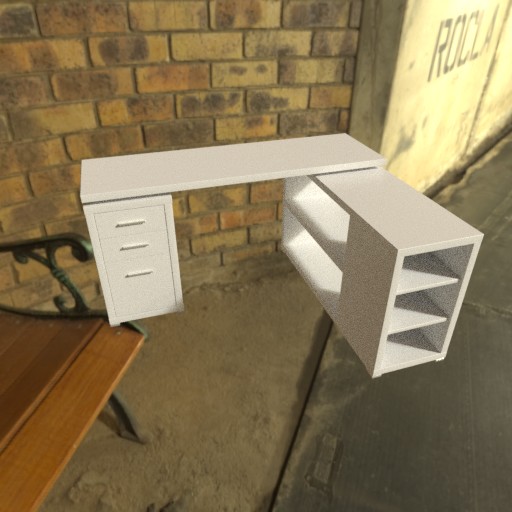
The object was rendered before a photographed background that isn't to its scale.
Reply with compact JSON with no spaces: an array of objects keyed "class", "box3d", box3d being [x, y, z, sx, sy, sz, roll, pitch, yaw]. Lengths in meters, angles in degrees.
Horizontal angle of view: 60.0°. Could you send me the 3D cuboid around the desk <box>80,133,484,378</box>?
[{"class":"desk","box3d":[0.000,0.000,2.220,1.524,0.753,1.200,-10,34,-15]}]
